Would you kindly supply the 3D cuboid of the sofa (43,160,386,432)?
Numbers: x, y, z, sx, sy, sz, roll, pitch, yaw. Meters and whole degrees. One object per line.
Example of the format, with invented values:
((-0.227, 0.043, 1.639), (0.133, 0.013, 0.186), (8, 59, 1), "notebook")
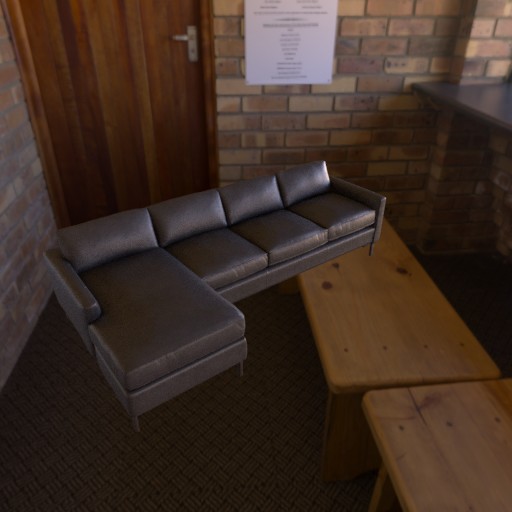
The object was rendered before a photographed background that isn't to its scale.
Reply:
((0.000, 0.000, 3.759), (2.993, 0.859, 1.471), (-21, 36, -32), "sofa")
